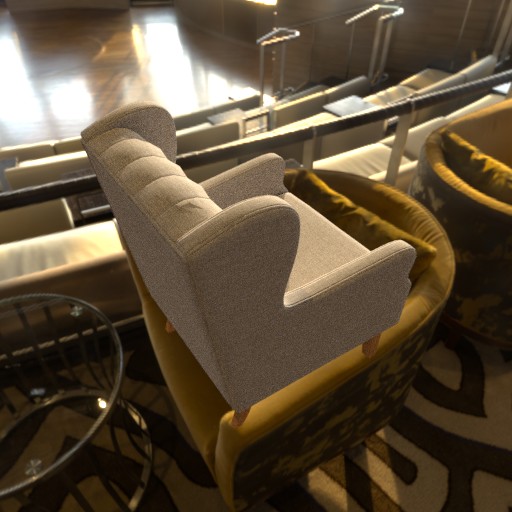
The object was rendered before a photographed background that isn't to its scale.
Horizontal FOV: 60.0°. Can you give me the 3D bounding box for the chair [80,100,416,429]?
[{"bbox_3d":[0.000,0.000,1.468,0.760,0.930,0.710,-25,48,-25],"label":"chair"}]
